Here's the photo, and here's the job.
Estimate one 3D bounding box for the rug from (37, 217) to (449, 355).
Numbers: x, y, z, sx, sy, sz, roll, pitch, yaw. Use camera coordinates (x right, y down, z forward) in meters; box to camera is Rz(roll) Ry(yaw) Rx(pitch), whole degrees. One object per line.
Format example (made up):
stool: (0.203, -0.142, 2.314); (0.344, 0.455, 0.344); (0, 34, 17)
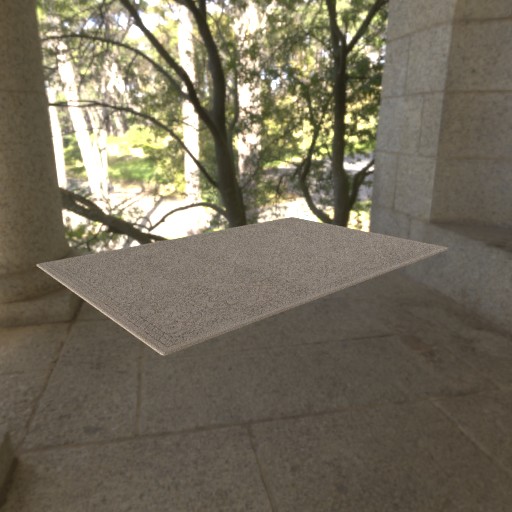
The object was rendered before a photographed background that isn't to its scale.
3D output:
rug: (0.000, 0.000, 2.924); (2.286, 0.011, 1.524); (-14, 21, -40)
